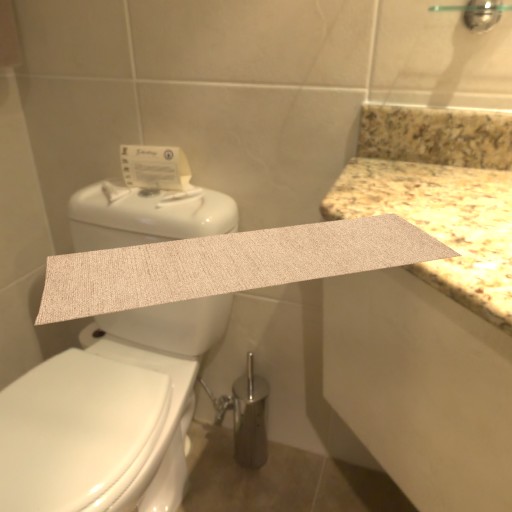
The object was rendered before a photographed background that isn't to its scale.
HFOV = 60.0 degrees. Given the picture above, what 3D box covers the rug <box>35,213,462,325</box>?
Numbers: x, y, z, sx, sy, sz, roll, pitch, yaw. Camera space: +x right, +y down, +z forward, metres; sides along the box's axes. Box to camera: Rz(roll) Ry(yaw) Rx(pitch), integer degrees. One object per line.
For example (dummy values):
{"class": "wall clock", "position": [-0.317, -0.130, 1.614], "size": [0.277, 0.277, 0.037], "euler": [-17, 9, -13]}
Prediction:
{"class": "rug", "position": [0.000, 0.000, 2.610], "size": [2.346, 0.013, 0.712], "euler": [-8, 28, -15]}
